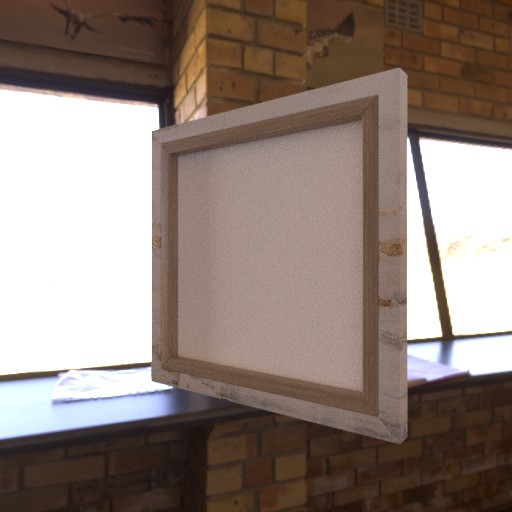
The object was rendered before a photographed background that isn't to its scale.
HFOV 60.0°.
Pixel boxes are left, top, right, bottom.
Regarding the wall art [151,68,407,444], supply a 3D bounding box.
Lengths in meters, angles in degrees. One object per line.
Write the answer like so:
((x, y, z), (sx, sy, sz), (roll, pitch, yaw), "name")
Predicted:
((0.000, 0.000, 0.917), (0.611, 0.613, 0.040), (0, 0, 37), "wall art")
